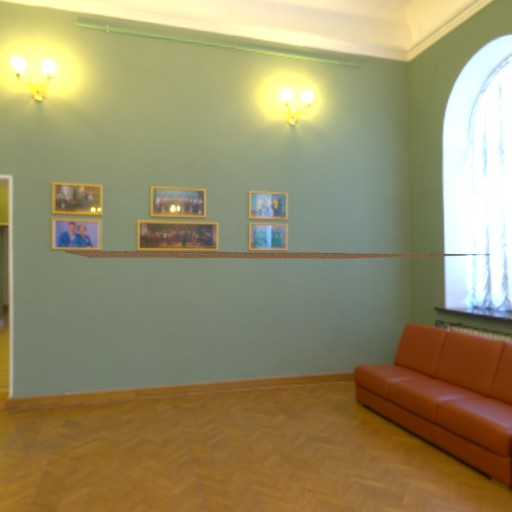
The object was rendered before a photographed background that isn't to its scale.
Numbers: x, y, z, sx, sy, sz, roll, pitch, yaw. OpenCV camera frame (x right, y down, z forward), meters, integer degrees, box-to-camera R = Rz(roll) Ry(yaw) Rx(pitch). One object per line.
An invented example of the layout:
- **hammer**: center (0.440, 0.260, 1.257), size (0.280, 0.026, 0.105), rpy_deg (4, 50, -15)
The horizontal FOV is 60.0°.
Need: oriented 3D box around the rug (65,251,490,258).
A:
- **rug**: center (0.000, 0.000, 4.098), size (3.048, 0.013, 2.438), rpy_deg (0, -1, -18)
